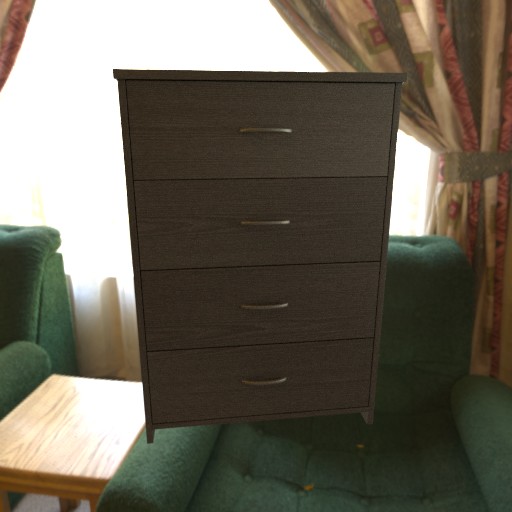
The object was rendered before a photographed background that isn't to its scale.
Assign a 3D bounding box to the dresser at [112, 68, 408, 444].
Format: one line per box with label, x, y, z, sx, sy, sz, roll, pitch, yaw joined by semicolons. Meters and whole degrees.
dresser;0.000;0.000;1.367;0.704;1.020;0.399;-2;17;-7
